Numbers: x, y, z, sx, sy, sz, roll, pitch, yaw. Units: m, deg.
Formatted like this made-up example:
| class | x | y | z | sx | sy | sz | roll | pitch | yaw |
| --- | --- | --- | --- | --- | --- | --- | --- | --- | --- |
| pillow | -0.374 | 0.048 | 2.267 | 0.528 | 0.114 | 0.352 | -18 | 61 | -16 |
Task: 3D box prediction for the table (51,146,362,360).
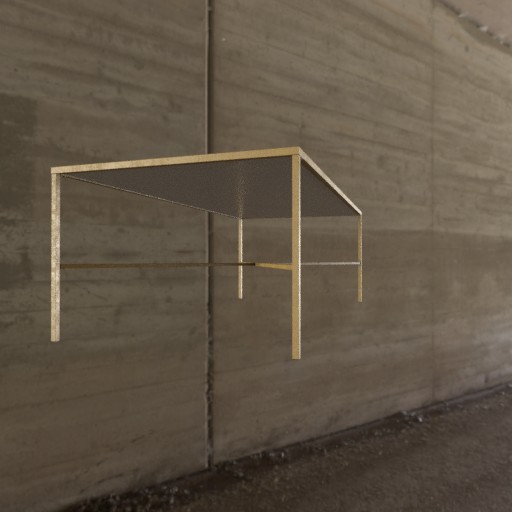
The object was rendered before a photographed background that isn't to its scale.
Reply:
| class | x | y | z | sx | sy | sz | roll | pitch | yaw |
| --- | --- | --- | --- | --- | --- | --- | --- | --- | --- |
| table | 0.000 | 0.000 | 1.490 | 0.580 | 0.398 | 1.206 | 0 | -1 | 19 |
